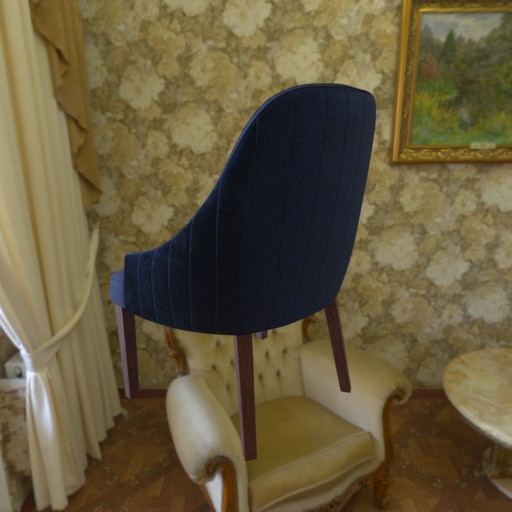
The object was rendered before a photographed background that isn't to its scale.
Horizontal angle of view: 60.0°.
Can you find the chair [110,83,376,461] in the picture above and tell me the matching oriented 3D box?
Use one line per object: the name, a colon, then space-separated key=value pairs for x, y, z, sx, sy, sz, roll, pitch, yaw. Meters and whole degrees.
chair: x=0.000 y=0.000 z=1.271 sx=0.643 sy=0.889 sz=0.575 roll=-15 pitch=22 yaw=-43
